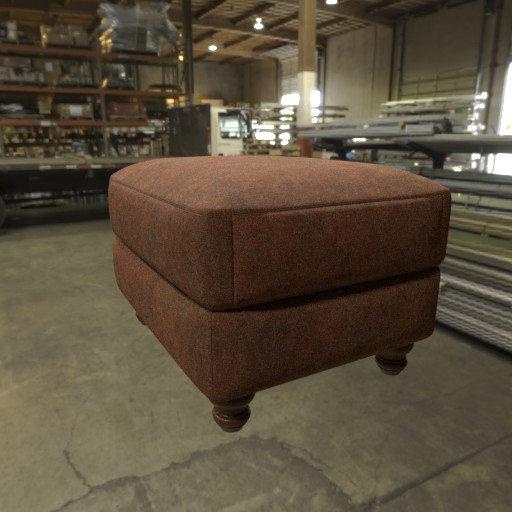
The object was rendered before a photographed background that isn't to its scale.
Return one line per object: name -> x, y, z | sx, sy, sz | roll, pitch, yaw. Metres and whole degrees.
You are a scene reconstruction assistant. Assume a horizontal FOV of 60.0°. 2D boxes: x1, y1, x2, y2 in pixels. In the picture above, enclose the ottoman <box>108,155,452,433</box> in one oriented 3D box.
ottoman -> 0.000, 0.000, 1.169 | 0.635, 0.508, 0.787 | -8, 17, -28
